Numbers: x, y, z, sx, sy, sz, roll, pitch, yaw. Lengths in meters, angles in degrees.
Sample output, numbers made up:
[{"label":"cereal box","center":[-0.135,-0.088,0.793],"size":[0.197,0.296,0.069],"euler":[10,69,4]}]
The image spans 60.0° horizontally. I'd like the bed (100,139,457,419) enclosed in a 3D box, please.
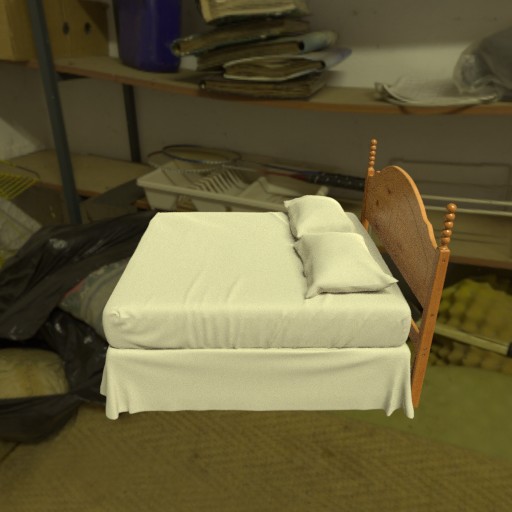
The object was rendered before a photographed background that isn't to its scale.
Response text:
[{"label":"bed","center":[0.000,0.000,3.239],"size":[2.040,1.356,1.873],"euler":[0,26,0]}]
